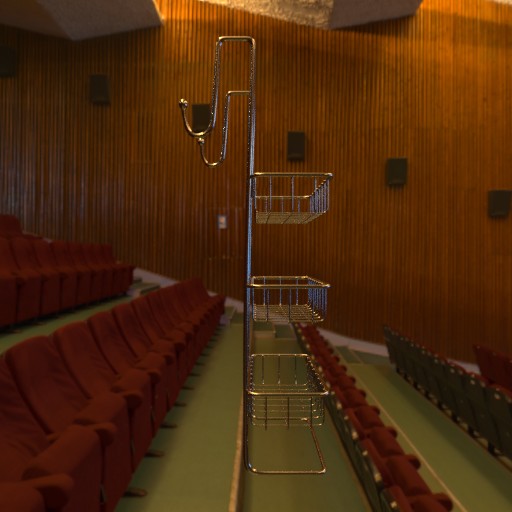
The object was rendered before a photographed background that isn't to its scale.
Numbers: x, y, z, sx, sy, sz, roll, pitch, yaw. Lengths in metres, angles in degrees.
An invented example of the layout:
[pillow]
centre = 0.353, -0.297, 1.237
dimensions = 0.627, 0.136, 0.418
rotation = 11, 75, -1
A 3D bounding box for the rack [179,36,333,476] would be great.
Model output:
[rack]
centre = 0.000, 0.000, 0.676
dimensions = 0.202, 0.574, 0.228
rotation = 0, 0, 0
